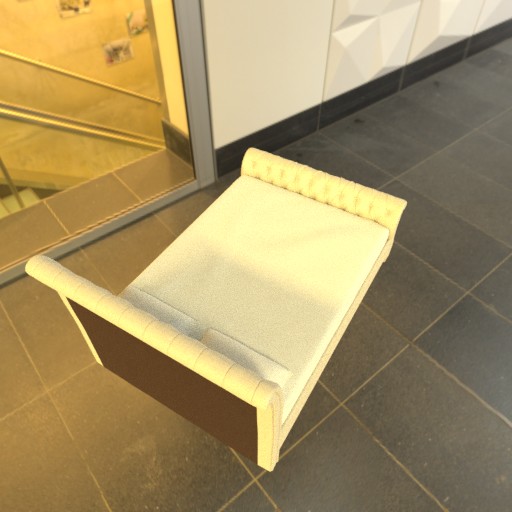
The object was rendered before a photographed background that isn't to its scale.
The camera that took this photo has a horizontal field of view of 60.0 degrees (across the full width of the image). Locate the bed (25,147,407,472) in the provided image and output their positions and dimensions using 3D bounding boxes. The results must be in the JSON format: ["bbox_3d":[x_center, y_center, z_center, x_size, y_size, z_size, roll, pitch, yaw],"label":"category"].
[{"bbox_3d":[0.000,0.000,3.414,1.606,1.268,2.493,24,52,21],"label":"bed"}]
